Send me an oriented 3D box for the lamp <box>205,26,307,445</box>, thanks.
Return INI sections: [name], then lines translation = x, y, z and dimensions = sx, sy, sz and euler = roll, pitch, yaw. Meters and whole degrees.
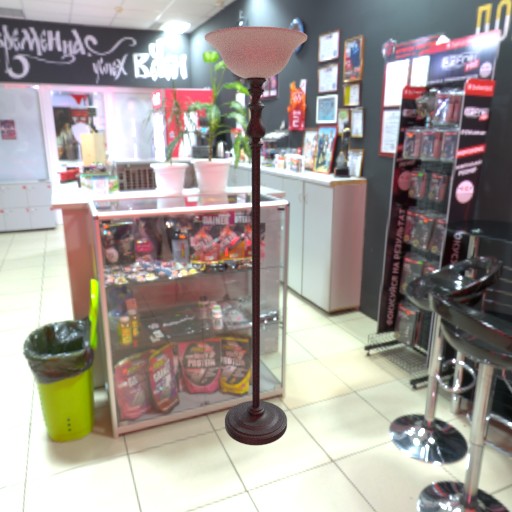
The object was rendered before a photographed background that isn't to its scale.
[lamp]
translation = 0.000, 0.000, 2.002
dimensions = 0.405, 1.797, 0.405
euler = 3, 16, 9
